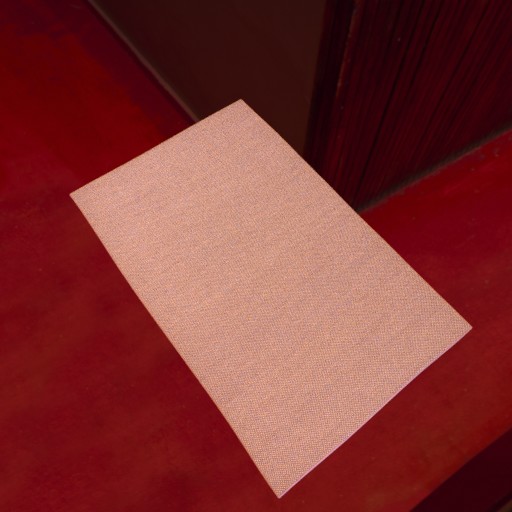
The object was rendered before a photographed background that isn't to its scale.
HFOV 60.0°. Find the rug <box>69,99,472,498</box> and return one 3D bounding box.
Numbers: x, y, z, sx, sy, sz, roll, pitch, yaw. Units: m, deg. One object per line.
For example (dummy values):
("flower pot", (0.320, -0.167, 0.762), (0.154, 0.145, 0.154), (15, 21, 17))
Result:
("rug", (0.000, 0.000, 2.056), (1.078, 0.013, 1.678), (-34, 68, -16))
